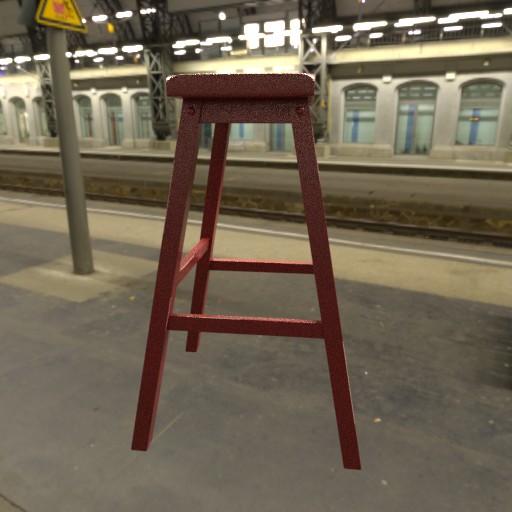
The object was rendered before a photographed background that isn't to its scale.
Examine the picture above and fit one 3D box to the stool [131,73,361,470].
[{"bbox_3d":[0.000,0.000,1.018,0.476,0.737,0.457,2,17,7],"label":"stool"}]
